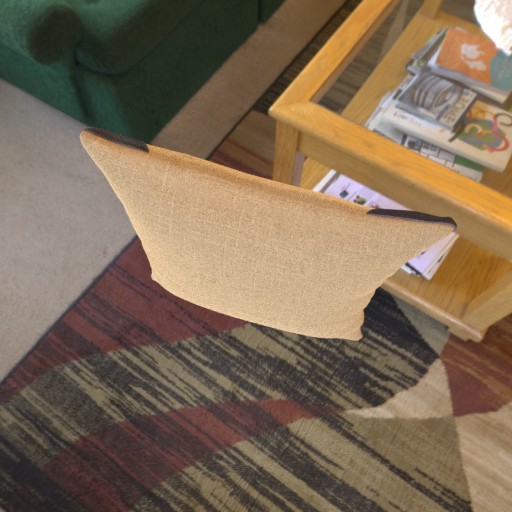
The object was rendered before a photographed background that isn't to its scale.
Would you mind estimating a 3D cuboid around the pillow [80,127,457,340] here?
[{"bbox_3d":[0.000,0.000,0.684,0.440,0.441,0.147,15,65,7],"label":"pillow"}]
